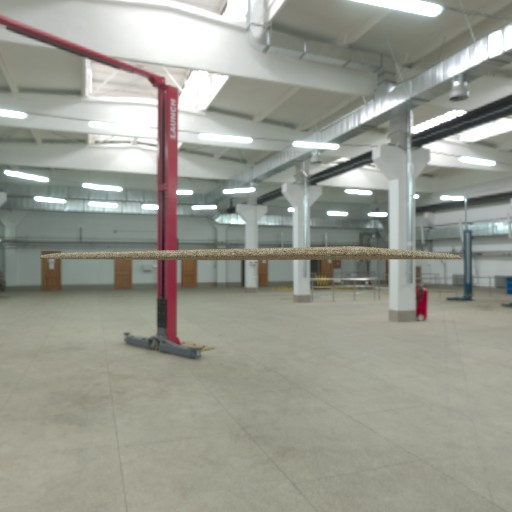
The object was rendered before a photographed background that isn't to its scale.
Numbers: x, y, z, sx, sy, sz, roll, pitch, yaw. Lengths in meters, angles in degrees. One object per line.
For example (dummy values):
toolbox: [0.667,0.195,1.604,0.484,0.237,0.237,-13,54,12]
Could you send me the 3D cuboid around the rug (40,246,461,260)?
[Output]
rug: [0.000,0.000,3.731,2.873,0.050,2.242,-1,-1,35]
